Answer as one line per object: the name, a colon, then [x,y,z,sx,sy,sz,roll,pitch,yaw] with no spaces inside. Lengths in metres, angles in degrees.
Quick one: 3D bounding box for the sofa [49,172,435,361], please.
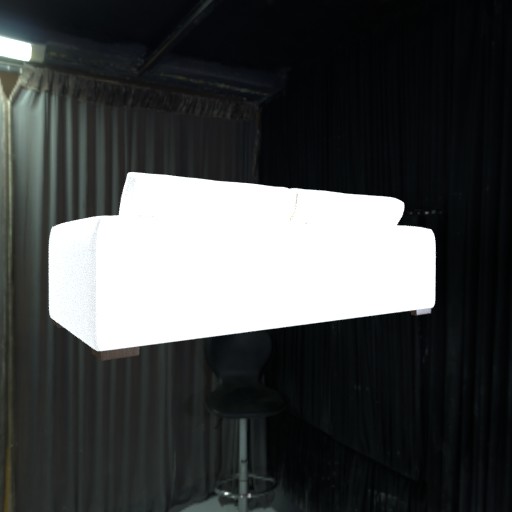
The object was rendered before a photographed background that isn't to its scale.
sofa: [0.000,0.000,2.798,2.262,0.801,1.070,-1,2,-34]
